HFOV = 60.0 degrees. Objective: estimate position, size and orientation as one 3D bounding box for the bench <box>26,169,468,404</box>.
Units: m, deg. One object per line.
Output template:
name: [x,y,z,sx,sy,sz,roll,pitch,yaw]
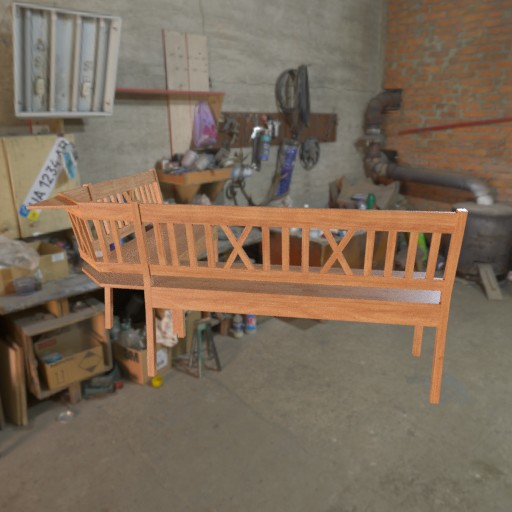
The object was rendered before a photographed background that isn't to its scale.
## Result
bench: [0.000,0.000,2.735,1.937,0.902,1.537,3,16,9]
